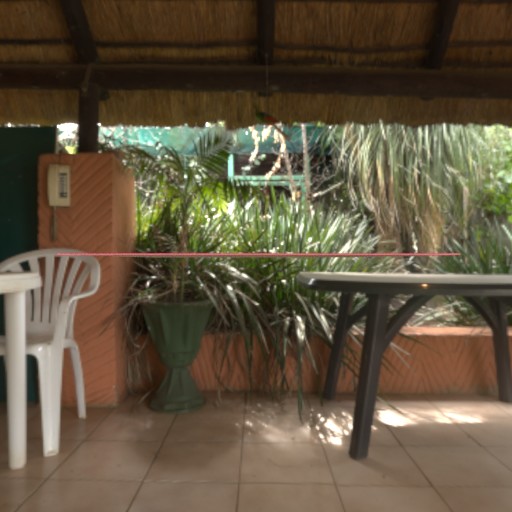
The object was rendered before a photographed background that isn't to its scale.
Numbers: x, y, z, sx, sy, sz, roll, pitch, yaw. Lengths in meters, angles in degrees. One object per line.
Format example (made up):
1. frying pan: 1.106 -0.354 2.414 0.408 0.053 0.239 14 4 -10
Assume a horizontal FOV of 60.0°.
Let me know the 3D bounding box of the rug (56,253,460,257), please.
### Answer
1. rug: 0.000 0.000 3.981 2.300 0.012 2.929 0 0 -1
